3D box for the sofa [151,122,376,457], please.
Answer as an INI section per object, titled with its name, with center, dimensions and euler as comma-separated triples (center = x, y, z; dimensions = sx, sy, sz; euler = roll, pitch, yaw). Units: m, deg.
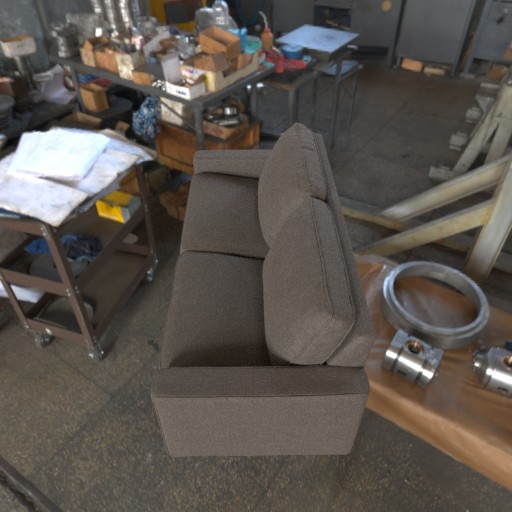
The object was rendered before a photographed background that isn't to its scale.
[sofa]
center = 0.000, 0.000, 2.655
dimensions = 0.940, 0.919, 2.080
euler = -1, 42, -1
